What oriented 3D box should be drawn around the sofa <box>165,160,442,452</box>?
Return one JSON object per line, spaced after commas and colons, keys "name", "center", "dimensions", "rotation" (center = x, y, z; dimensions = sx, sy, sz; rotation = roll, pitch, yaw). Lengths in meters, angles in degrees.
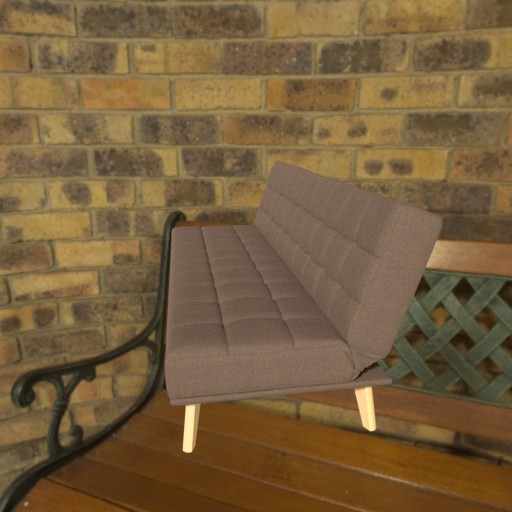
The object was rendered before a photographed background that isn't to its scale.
{"name": "sofa", "center": [0.000, 0.000, 2.214], "dimensions": [0.860, 0.810, 1.800], "rotation": [-3, 17, -9]}
